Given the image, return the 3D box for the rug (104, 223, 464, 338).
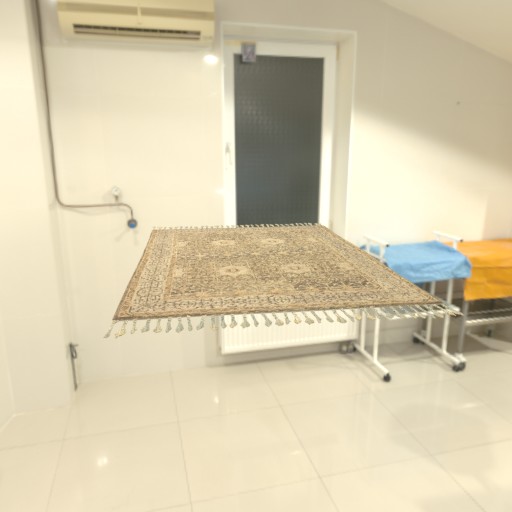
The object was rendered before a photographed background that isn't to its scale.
[{"bbox_3d":[0.000,0.000,3.095,1.619,0.023,2.465,-2,15,-8],"label":"rug"}]
